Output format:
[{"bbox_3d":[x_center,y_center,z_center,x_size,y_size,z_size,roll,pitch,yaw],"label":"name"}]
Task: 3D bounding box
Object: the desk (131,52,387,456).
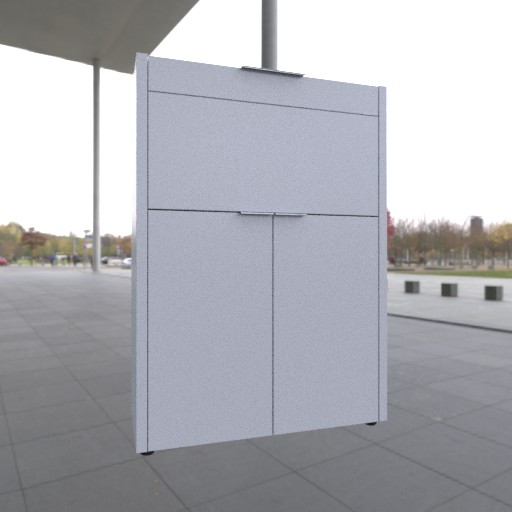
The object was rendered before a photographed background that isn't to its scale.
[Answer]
[{"bbox_3d":[0.000,0.000,1.596,0.850,1.190,0.390,0,0,-18],"label":"desk"}]
